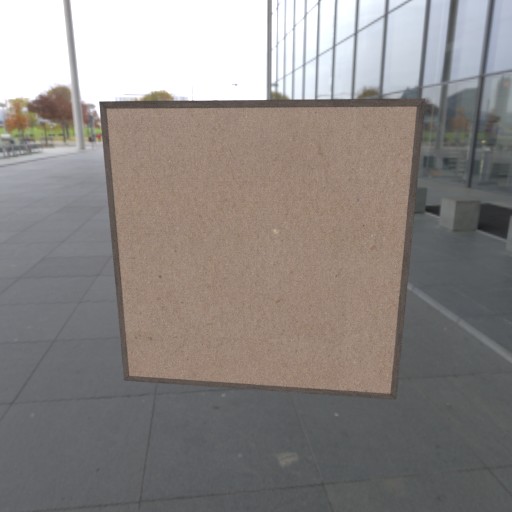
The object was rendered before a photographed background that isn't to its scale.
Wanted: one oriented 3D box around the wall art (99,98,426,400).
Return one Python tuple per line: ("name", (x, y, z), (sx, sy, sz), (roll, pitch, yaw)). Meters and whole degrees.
("wall art", (0.000, 0.000, 1.148), (0.762, 0.762, 0.038), (2, 16, 7))
